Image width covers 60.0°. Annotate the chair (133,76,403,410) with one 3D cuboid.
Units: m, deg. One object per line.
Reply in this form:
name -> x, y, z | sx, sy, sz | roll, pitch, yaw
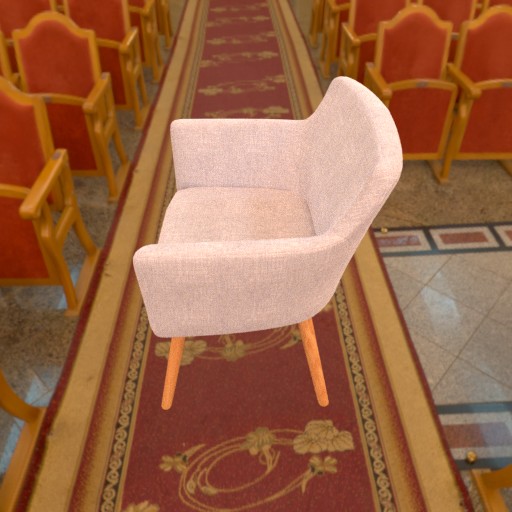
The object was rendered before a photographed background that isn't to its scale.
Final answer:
chair -> 0.000, 0.000, 1.136 | 0.540, 0.780, 0.570 | -1, 41, -1
